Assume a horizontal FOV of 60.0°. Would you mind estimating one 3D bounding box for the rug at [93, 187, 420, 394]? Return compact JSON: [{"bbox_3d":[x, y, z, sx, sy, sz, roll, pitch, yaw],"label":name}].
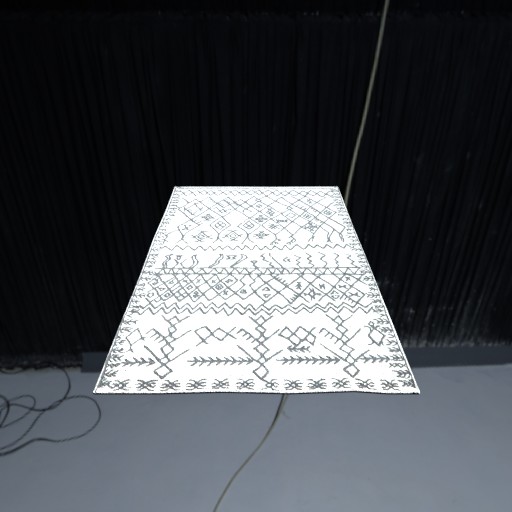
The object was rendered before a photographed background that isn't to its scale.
[{"bbox_3d":[0.000,0.000,3.104,1.530,0.012,2.444,0,32,0],"label":"rug"}]
